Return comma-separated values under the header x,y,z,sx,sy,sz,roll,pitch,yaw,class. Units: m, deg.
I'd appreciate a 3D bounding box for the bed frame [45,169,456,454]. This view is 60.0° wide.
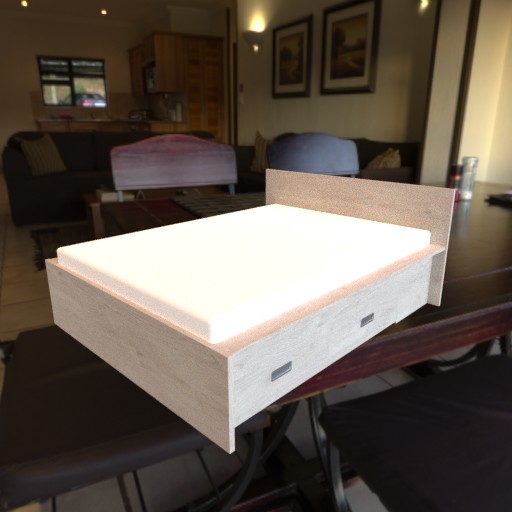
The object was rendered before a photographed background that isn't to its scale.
x,y,z,sx,sy,sz,roll,pitch,yaw,class
0.000,0.000,2.795,1.622,0.800,1.960,16,24,42,bed frame
